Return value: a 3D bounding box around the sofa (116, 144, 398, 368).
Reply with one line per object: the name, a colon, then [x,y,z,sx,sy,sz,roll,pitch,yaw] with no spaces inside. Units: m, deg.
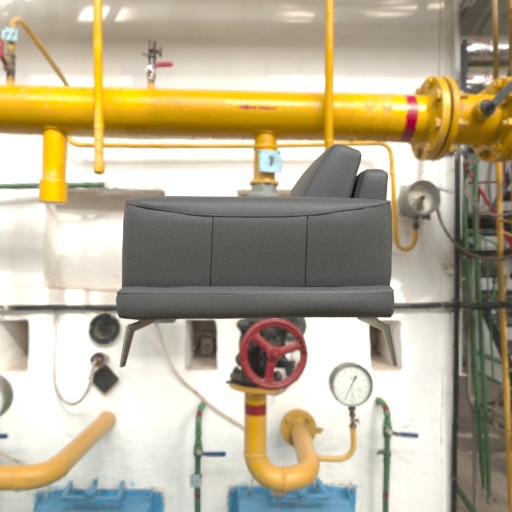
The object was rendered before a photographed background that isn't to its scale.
sofa: [0.000,0.000,2.733,1.121,0.930,2.177,0,-2,0]
